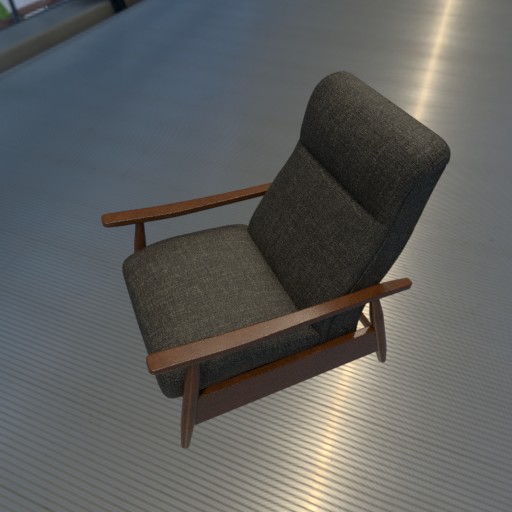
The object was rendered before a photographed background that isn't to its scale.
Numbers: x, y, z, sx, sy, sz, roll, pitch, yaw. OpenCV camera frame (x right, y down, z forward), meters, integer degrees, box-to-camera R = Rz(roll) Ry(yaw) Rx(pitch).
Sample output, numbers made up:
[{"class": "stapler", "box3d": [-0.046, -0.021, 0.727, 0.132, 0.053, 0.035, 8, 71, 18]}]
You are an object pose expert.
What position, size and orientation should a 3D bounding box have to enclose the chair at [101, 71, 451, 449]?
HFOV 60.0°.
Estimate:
[{"class": "chair", "box3d": [0.000, 0.000, 1.719, 1.014, 1.082, 0.762, -18, 48, -17]}]
